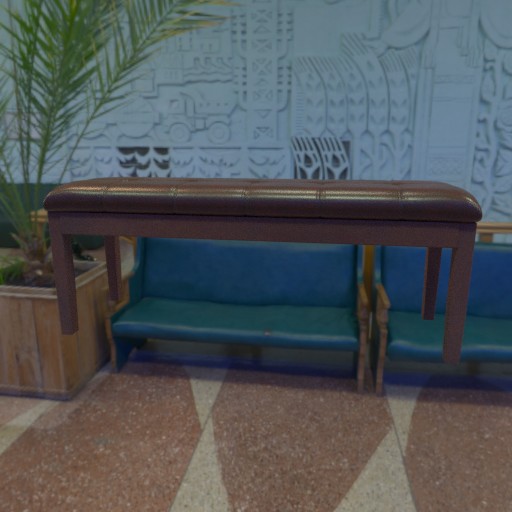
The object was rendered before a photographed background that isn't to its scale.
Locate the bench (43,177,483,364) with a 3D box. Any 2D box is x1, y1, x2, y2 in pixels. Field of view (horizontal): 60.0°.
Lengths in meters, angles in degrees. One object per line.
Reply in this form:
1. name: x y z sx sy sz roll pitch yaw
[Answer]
1. bench: 0.000 0.000 1.467 1.259 0.491 0.401 2 14 9
